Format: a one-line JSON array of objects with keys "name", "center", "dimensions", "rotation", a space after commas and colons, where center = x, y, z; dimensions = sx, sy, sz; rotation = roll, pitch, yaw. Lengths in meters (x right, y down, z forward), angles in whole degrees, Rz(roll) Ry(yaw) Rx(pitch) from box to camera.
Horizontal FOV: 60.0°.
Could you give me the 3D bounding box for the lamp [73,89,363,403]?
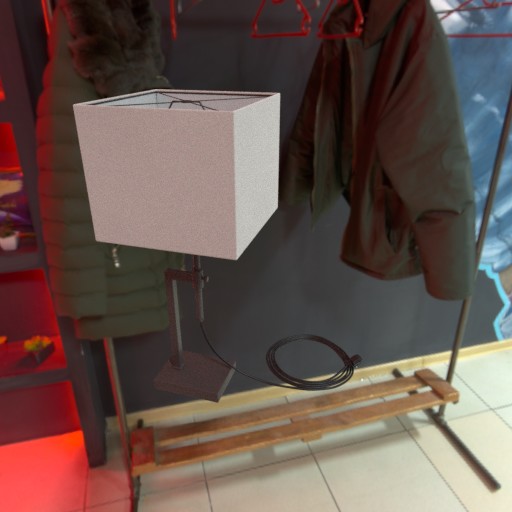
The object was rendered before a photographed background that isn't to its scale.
[{"name": "lamp", "center": [0.000, 0.000, 0.971], "dimensions": [0.504, 0.660, 0.399], "rotation": [8, 27, 15]}]
